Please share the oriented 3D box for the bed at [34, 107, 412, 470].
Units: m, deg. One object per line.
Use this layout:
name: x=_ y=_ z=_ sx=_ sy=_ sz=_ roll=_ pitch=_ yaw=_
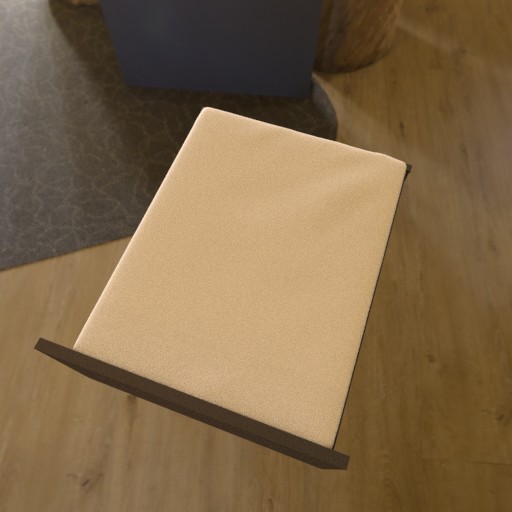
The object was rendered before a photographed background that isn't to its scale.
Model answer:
bed: x=0.000 y=0.000 z=2.914 sx=1.634 sy=0.808 sz=2.103 roll=18 pitch=66 yaw=8
